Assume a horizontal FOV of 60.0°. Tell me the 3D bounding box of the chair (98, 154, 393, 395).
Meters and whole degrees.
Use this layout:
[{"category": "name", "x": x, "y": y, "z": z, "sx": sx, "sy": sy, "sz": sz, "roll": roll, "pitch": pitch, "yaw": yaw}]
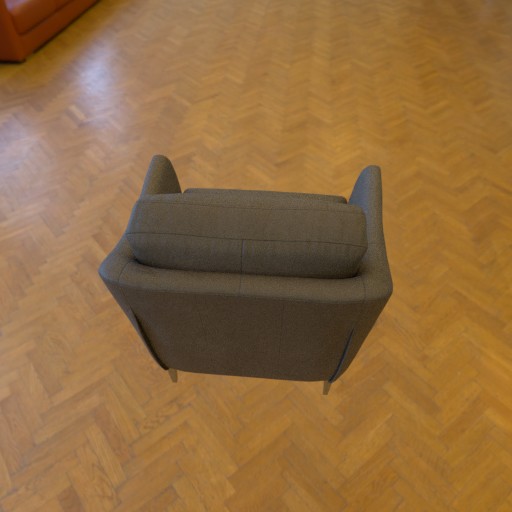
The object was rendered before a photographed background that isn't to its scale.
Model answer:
[{"category": "chair", "x": 0.000, "y": 0.000, "z": 1.707, "sx": 0.988, "sy": 0.901, "sz": 0.961, "roll": 4, "pitch": 45, "yaw": 4}]
